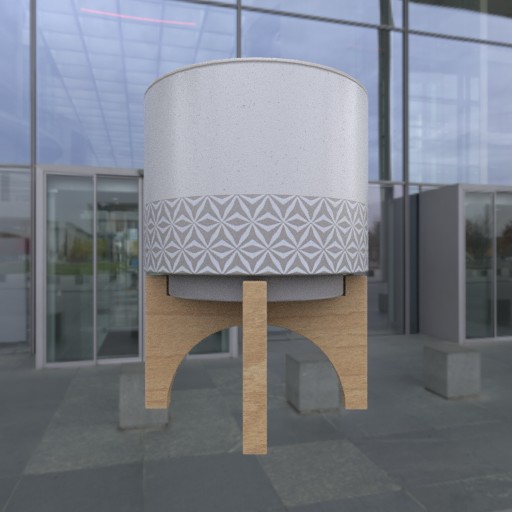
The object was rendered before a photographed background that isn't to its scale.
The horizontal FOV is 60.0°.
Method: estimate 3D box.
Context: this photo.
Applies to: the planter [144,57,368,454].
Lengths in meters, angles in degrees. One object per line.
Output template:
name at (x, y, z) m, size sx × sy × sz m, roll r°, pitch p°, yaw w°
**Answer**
planter at (0.000, 0.000, 0.383) m, size 0.188 × 0.260 × 0.188 m, roll 0°, pitch 0°, yaw 0°
